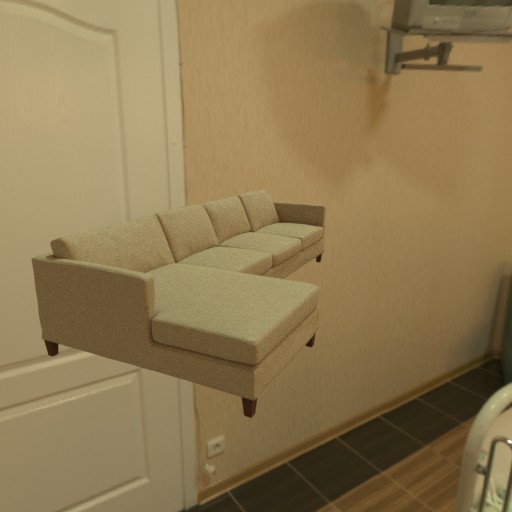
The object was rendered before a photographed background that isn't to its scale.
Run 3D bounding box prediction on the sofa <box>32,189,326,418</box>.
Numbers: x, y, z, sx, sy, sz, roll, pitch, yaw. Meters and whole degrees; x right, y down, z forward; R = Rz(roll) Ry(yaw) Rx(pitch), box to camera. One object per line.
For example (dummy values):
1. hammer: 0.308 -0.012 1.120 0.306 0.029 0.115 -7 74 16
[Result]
1. sofa: 0.000 0.000 3.894 1.625 0.846 3.186 7 16 26
